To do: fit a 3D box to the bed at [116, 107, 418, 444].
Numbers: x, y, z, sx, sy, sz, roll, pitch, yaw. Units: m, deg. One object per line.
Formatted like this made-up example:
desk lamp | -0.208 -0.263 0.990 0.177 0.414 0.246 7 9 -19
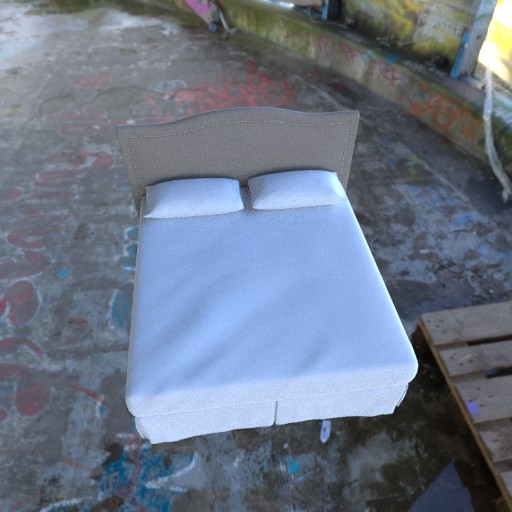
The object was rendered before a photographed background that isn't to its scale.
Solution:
bed | 0.000 0.000 3.495 2.083 1.421 2.182 -5 46 -5
